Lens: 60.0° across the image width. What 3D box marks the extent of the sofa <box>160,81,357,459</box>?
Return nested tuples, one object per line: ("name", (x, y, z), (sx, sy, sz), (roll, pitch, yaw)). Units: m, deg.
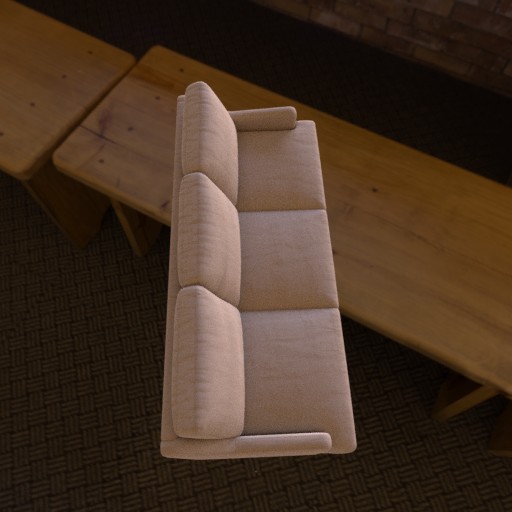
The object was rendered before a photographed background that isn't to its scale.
("sofa", (0.000, 0.000, 2.814), (1.000, 0.913, 2.321), (-2, 64, -1))
